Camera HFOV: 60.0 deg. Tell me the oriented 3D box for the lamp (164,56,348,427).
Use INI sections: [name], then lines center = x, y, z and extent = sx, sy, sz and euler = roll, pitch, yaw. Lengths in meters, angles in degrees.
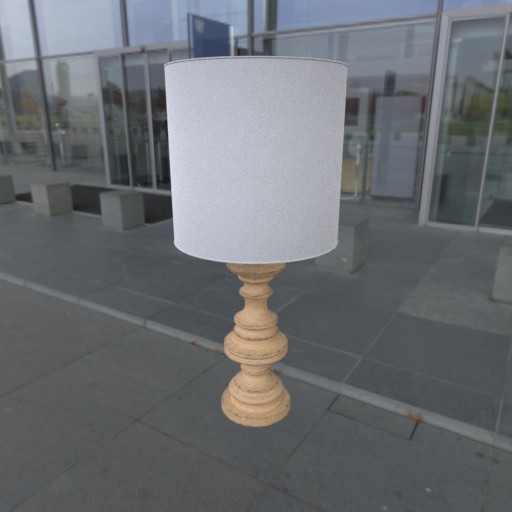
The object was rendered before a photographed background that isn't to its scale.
[lamp]
center = 0.000, 0.000, 0.579
extent = 0.208, 0.455, 0.208
euler = -15, 23, -40
